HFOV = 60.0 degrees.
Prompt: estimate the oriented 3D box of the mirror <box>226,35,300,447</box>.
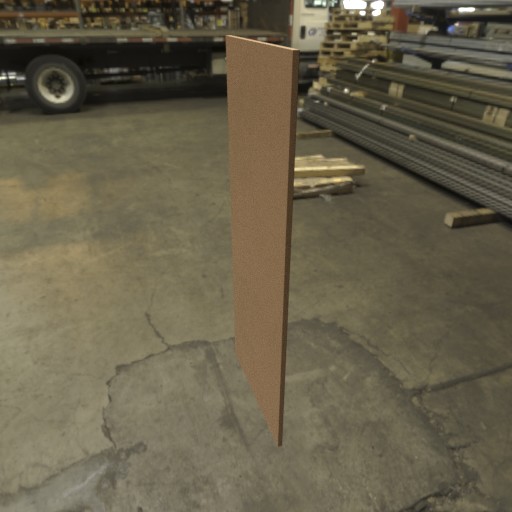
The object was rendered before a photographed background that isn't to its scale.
[{"bbox_3d":[0.000,0.000,2.325,0.026,2.031,0.812,-10,31,-17],"label":"mirror"}]
